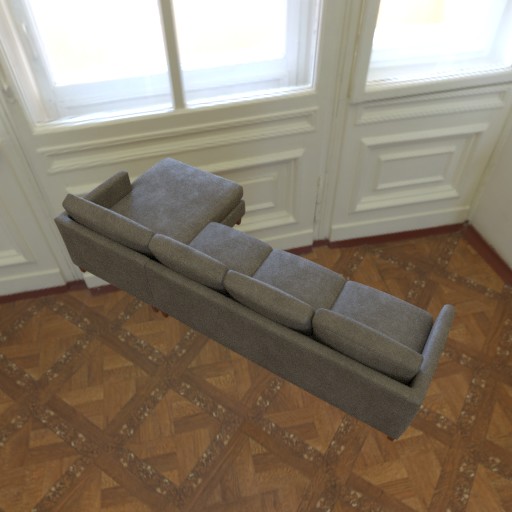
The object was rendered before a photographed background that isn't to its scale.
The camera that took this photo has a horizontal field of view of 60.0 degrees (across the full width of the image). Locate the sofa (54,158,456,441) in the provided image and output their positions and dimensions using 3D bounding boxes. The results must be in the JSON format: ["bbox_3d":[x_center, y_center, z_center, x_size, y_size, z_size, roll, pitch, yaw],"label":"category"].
[{"bbox_3d":[0.000,0.000,4.108,3.471,0.950,1.604,24,51,21],"label":"sofa"}]
